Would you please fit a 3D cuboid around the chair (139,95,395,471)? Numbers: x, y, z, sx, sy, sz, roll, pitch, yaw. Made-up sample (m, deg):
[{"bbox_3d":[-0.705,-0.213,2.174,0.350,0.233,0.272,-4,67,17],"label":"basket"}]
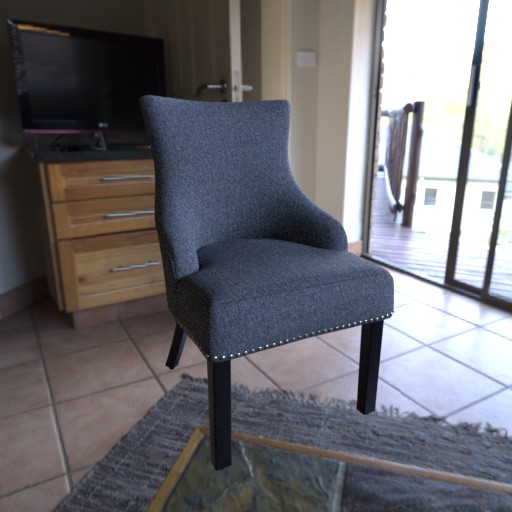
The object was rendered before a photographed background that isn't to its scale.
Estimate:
[{"bbox_3d":[0.000,0.000,1.310,0.566,0.909,0.629,-8,18,-27],"label":"chair"}]
